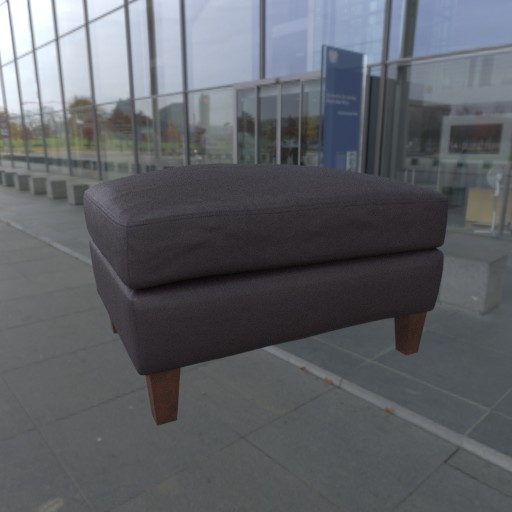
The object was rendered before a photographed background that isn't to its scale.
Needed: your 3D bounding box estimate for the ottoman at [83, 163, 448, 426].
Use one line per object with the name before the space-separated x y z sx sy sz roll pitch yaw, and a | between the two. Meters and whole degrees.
ottoman | 0.000 0.000 1.295 0.887 0.529 0.659 -7 16 -26
